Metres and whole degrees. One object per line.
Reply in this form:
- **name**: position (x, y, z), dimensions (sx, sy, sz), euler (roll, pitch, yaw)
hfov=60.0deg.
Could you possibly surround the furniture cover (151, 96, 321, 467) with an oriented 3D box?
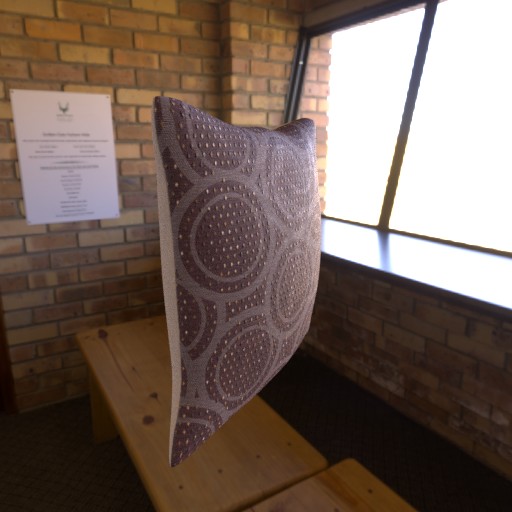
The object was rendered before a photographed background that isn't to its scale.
- **furniture cover**: position (0.000, 0.000, 0.814), dimensions (0.193, 0.509, 0.552), euler (7, 16, 25)
